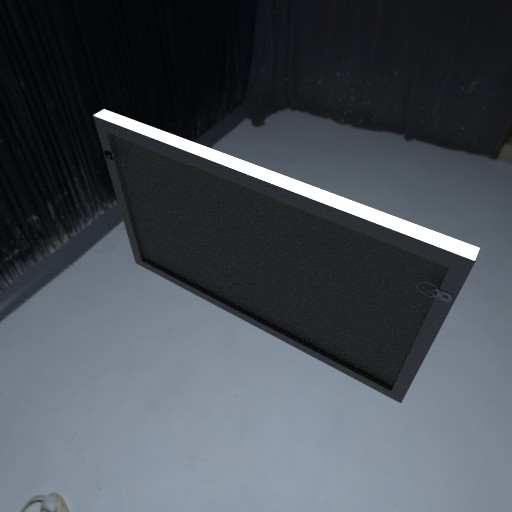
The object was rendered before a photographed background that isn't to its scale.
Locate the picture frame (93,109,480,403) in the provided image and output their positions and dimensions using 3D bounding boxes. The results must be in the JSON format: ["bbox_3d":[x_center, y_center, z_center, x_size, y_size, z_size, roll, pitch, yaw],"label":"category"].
[{"bbox_3d":[0.000,0.000,0.798,0.647,0.379,0.044,25,51,22],"label":"picture frame"}]
